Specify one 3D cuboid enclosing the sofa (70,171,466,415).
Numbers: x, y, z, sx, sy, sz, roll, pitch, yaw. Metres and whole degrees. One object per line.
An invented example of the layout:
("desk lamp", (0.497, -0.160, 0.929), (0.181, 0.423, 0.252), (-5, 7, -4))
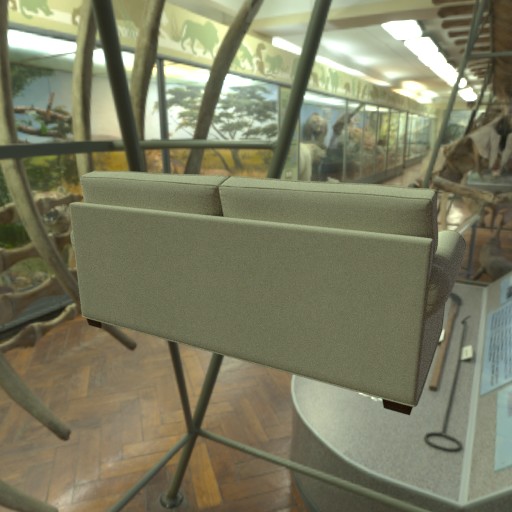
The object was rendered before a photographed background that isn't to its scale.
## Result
("sofa", (0.000, 0.000, 2.569), (2.146, 0.962, 0.901), (8, 17, 27))
